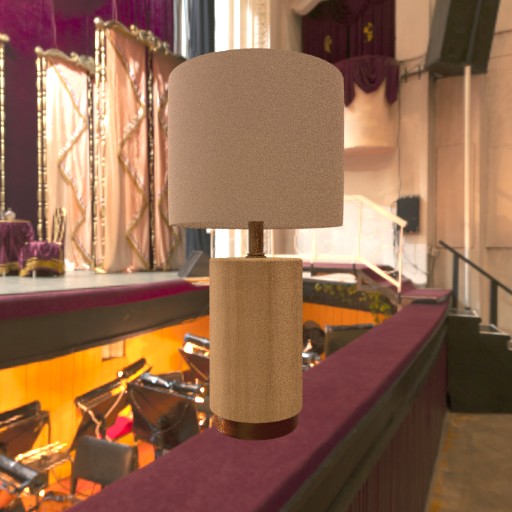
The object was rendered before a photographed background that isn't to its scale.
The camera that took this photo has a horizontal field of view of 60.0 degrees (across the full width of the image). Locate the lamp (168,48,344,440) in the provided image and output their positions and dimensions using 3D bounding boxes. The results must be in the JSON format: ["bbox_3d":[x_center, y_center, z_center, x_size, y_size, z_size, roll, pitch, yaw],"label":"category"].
[{"bbox_3d":[0.000,0.000,0.586,0.228,0.444,0.228,1,1,34],"label":"lamp"}]
